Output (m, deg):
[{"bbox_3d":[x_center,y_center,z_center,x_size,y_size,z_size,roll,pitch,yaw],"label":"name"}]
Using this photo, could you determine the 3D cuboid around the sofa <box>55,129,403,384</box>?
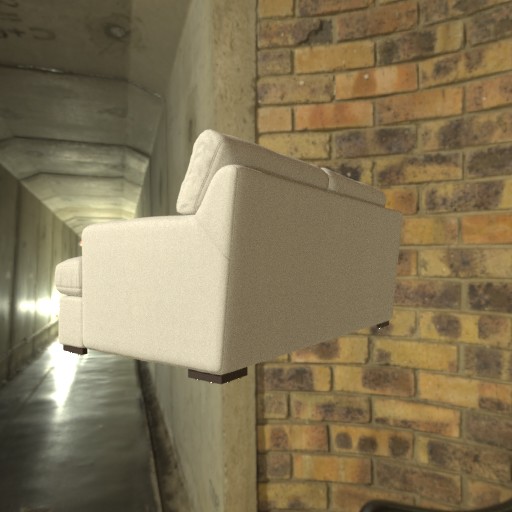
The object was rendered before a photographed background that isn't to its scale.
[{"bbox_3d":[0.000,0.000,2.553,1.143,0.940,1.880,0,-1,36],"label":"sofa"}]
